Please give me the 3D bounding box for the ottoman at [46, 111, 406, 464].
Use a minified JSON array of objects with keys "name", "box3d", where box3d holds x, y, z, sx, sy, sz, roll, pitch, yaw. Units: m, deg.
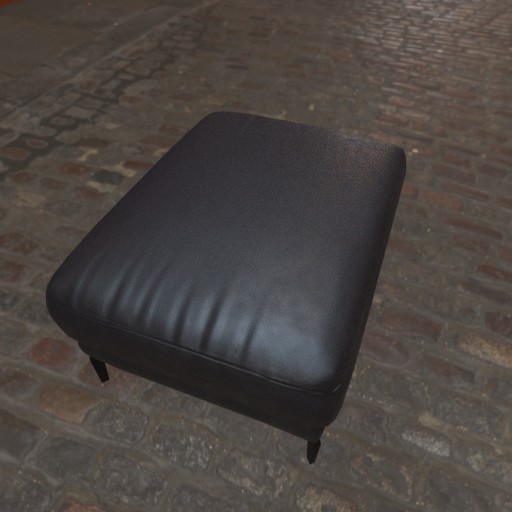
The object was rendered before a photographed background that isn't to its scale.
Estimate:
[{"name":"ottoman","box3d":[0.000,0.000,1.061,0.570,0.402,0.764,15,47,15]}]
